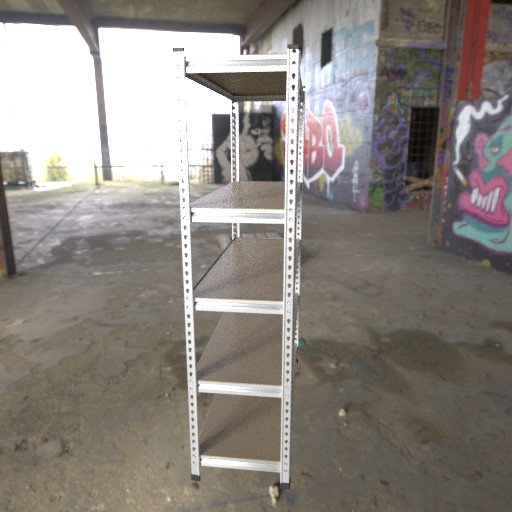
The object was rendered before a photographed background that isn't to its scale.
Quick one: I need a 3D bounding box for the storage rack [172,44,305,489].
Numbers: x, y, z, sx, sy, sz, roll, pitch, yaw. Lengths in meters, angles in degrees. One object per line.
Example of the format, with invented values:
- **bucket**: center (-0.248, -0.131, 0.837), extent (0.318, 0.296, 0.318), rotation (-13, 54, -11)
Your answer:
- **storage rack**: center (0.000, 0.000, 2.363), extent (0.457, 1.829, 1.219), rotation (2, 15, 7)
